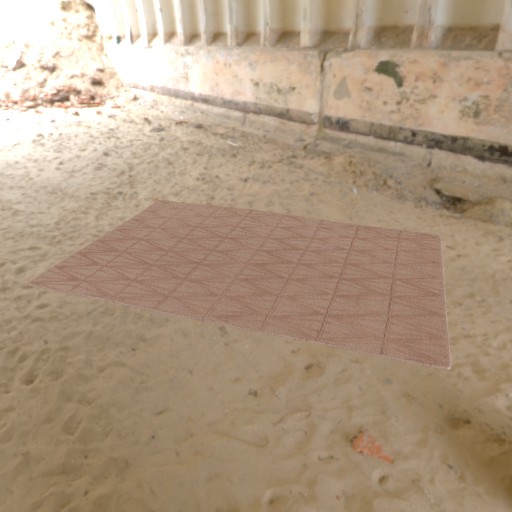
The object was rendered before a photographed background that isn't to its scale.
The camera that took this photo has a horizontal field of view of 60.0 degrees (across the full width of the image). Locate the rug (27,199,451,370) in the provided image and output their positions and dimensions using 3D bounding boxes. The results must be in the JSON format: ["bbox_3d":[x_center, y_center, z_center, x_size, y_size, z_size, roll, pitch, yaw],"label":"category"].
[{"bbox_3d":[0.000,0.000,2.301,1.837,0.025,1.230,9,28,17],"label":"rug"}]
